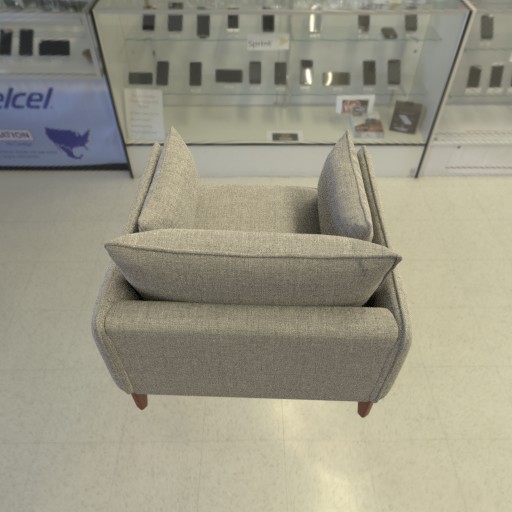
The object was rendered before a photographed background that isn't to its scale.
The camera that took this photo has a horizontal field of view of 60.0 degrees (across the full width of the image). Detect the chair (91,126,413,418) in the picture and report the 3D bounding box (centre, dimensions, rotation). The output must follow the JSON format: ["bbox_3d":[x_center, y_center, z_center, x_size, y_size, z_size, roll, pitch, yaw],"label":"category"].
[{"bbox_3d":[0.000,0.000,1.714,0.993,0.839,0.976,1,47,1],"label":"chair"}]
